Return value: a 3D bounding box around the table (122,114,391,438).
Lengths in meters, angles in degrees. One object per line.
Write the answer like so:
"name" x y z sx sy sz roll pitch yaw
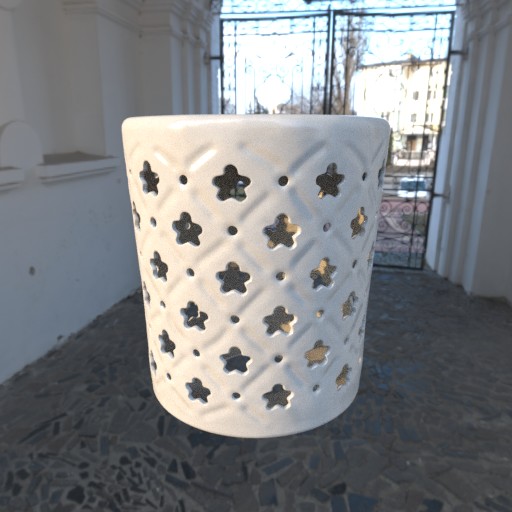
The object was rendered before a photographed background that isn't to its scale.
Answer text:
"table" 0.000 0.000 0.647 0.352 0.387 0.352 0 15 0
